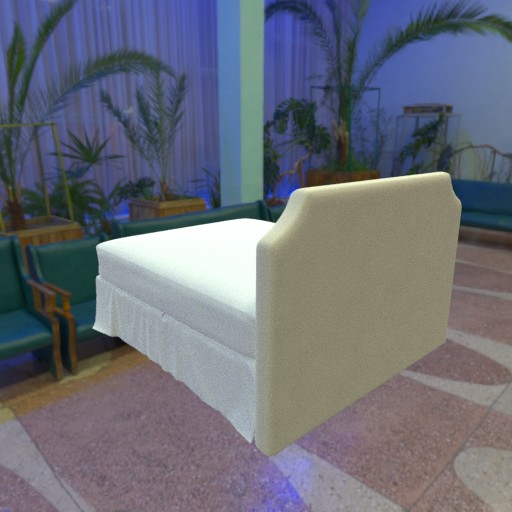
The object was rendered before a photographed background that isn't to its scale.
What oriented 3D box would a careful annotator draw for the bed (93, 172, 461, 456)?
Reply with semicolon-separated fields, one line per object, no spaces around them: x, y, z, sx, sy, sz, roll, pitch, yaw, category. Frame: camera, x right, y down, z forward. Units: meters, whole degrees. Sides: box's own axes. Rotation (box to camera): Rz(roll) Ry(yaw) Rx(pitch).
0.000;0.000;3.317;1.827;1.296;2.209;-14;20;-40;bed
